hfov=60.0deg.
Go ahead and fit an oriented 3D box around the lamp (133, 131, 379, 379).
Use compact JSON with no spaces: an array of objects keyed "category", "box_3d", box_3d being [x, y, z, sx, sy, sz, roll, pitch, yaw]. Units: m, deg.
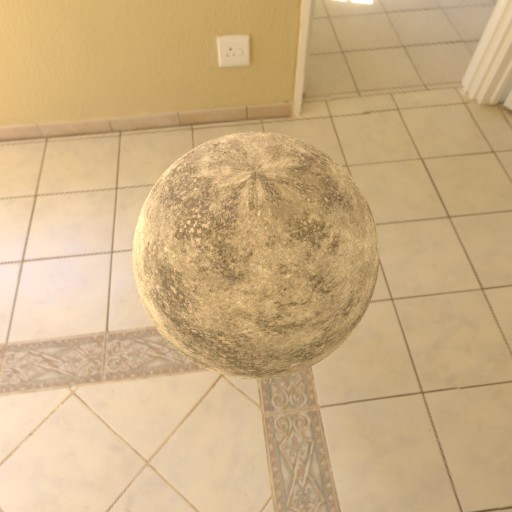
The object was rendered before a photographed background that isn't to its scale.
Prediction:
[{"category":"lamp","box_3d":[0.000,0.000,0.787,0.422,0.429,0.422,0,57,0]}]
